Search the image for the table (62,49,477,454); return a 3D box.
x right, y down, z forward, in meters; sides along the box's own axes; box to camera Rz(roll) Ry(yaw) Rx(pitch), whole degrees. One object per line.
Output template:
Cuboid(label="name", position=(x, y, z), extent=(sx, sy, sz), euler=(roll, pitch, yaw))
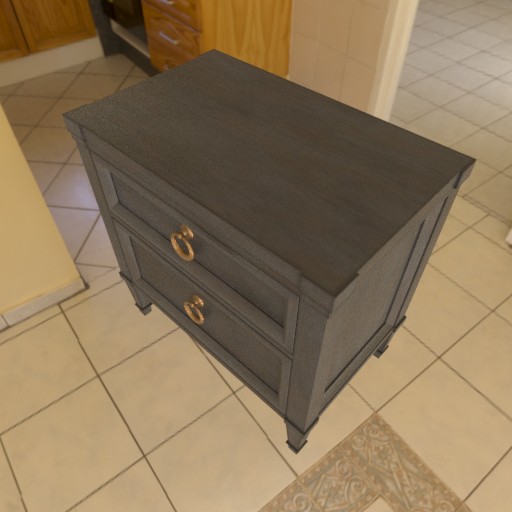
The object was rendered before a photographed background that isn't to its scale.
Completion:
Cuboid(label="table", position=(0.000, 0.000, 1.060), extent=(0.660, 0.660, 0.413), euler=(35, 56, 27))
